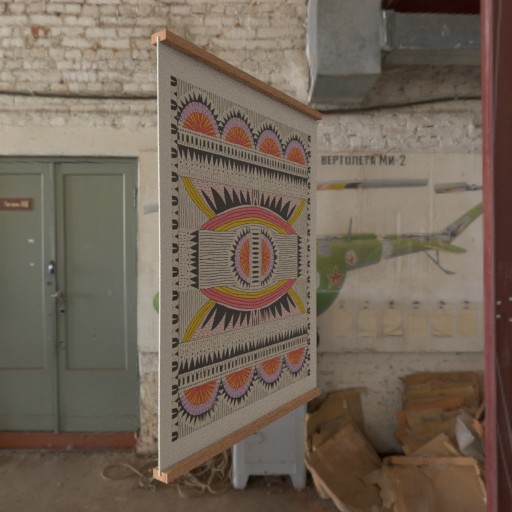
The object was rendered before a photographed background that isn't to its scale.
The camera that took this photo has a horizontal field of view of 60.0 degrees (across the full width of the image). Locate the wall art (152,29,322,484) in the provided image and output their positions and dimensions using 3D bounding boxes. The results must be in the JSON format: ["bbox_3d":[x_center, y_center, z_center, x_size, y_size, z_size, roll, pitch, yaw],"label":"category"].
[{"bbox_3d":[0.000,0.000,0.786,0.028,0.609,0.456,1,1,35],"label":"wall art"}]
